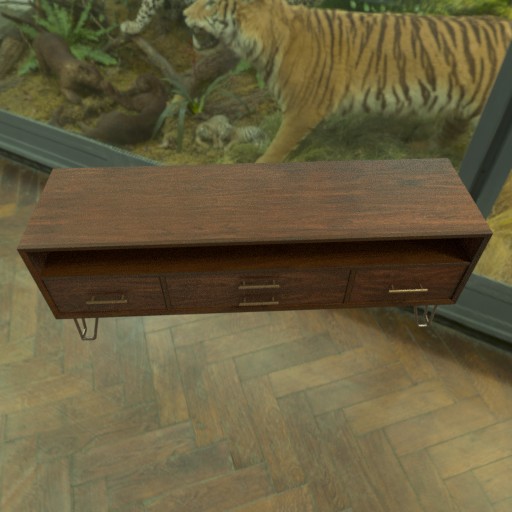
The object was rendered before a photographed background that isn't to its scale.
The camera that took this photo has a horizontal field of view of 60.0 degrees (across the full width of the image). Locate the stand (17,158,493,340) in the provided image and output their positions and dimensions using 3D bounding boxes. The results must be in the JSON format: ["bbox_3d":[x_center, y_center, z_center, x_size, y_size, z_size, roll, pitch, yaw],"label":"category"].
[{"bbox_3d":[0.000,0.000,1.883,1.626,0.610,0.481,-2,47,-2],"label":"stand"}]
